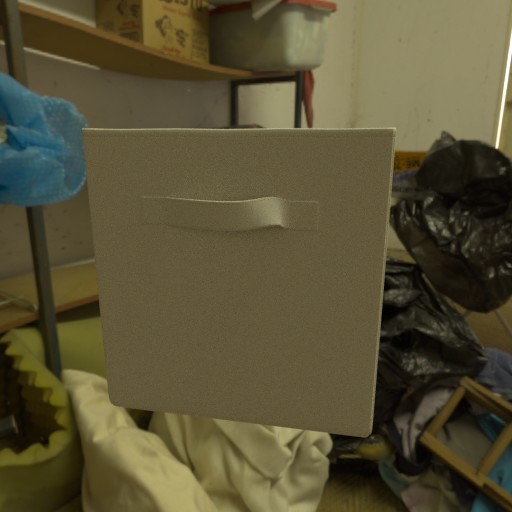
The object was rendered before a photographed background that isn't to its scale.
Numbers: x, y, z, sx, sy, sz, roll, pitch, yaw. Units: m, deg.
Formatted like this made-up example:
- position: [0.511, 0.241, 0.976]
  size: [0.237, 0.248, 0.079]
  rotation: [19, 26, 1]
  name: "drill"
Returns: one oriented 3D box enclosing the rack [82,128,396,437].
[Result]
- position: [0.000, 0.000, 0.510]
  size: [0.270, 0.280, 0.270]
  rotation: [3, 16, 11]
  name: "rack"
